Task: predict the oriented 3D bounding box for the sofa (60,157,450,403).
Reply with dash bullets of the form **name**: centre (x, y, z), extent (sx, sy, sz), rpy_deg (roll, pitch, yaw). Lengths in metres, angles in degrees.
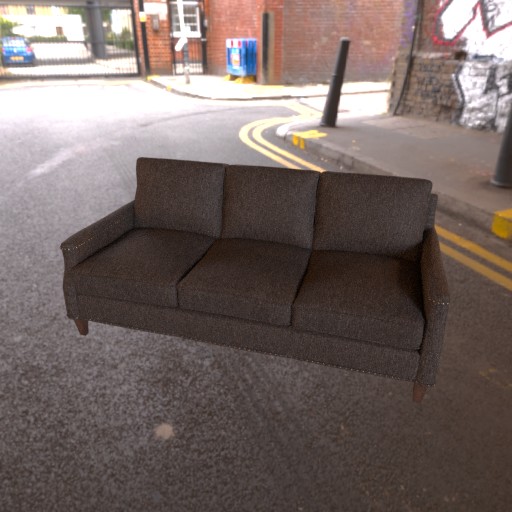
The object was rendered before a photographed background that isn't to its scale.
- **sofa**: centre (0.000, 0.000, 2.866), extent (2.246, 1.003, 1.084), rpy_deg (7, 27, 15)
